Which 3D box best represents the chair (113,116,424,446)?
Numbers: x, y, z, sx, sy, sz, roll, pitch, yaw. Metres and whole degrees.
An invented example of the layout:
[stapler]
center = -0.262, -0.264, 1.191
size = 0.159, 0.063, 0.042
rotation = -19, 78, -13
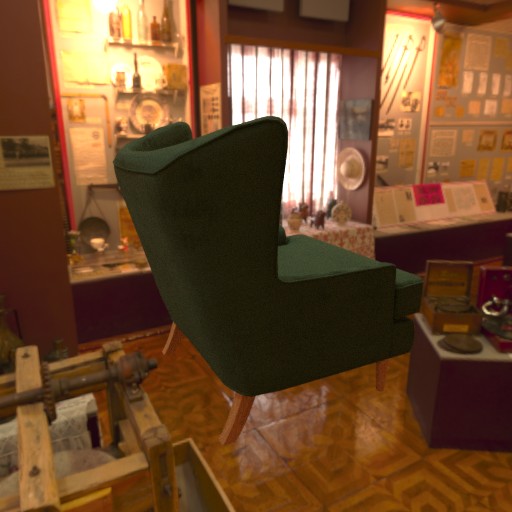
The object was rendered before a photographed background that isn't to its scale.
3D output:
[chair]
center = 0.000, 0.000, 1.619
size = 0.910, 0.952, 0.793
rotation = -8, 18, -26
